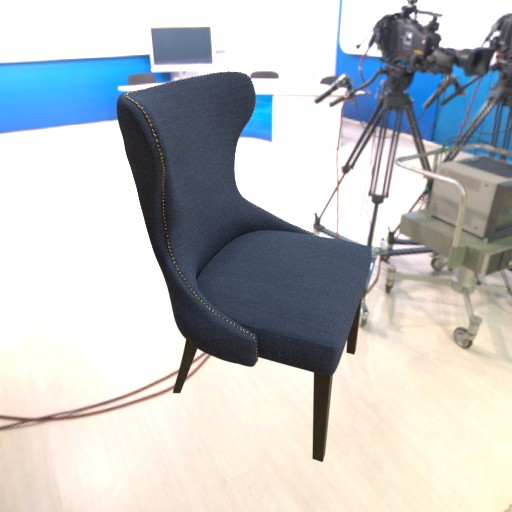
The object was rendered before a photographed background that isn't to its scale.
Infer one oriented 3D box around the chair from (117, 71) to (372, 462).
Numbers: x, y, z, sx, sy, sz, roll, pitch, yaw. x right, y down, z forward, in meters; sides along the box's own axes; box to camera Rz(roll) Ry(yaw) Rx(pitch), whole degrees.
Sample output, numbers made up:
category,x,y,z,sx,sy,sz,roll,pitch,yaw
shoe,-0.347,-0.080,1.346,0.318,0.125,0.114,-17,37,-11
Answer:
category,x,y,z,sx,sy,sz,roll,pitch,yaw
chair,0.000,0.000,1.336,0.635,0.967,0.628,11,32,19
